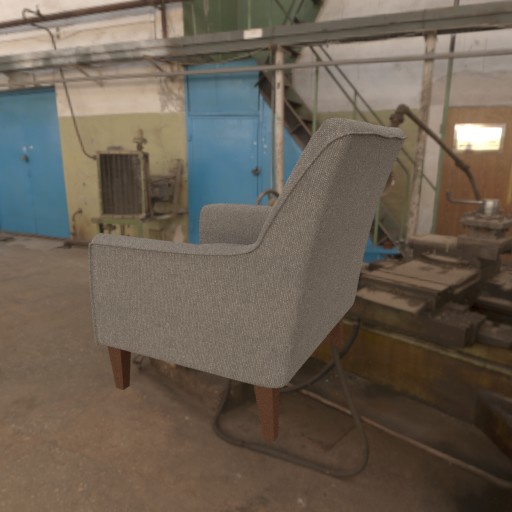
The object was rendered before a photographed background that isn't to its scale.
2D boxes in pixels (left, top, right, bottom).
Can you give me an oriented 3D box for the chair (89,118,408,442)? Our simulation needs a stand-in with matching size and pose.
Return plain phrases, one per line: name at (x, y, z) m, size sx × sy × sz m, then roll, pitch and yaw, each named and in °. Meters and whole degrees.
chair at (0.000, 0.000, 1.630) m, size 0.899 × 0.919 × 0.780 m, roll 7°, pitch 16°, yaw 26°
